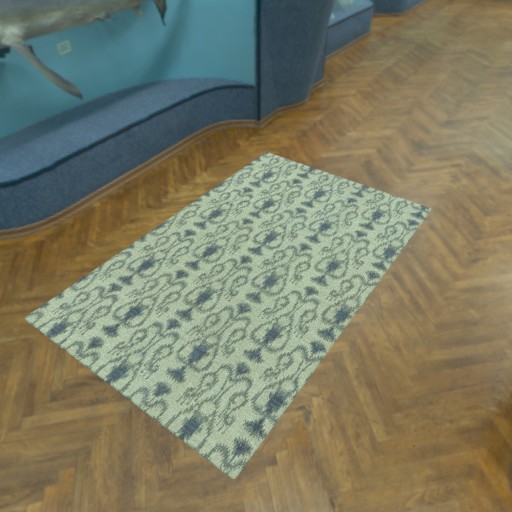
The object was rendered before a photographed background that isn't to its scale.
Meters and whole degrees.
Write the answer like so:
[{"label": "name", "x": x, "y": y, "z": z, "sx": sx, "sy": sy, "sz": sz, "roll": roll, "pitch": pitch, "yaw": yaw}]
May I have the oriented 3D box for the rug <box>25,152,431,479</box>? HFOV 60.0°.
[{"label": "rug", "x": 0.000, "y": 0.000, "z": 1.995, "sx": 1.035, "sy": 0.006, "sz": 1.652, "roll": 25, "pitch": 47, "yaw": 26}]
